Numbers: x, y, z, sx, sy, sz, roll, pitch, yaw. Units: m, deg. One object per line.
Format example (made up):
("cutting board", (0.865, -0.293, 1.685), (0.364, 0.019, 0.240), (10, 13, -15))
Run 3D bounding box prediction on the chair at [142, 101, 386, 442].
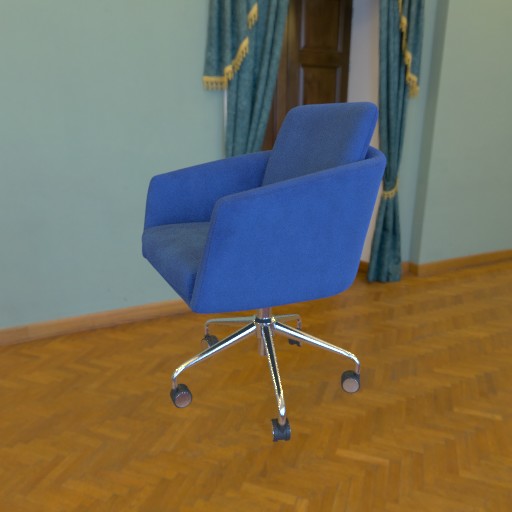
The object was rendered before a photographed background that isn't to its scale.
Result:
("chair", (0.000, 0.000, 1.380), (0.635, 0.908, 0.641), (-8, 19, -25))
